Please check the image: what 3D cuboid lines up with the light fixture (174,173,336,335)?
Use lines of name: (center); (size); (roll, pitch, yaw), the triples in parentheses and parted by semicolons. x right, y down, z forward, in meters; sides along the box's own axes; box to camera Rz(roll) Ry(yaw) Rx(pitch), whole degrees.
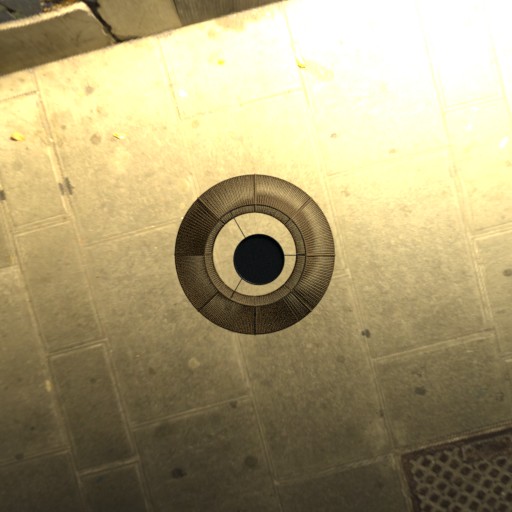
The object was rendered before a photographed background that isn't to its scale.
light fixture: (0.000, 0.000, 1.421); (0.643, 1.009, 0.643); (0, 91, -1)
